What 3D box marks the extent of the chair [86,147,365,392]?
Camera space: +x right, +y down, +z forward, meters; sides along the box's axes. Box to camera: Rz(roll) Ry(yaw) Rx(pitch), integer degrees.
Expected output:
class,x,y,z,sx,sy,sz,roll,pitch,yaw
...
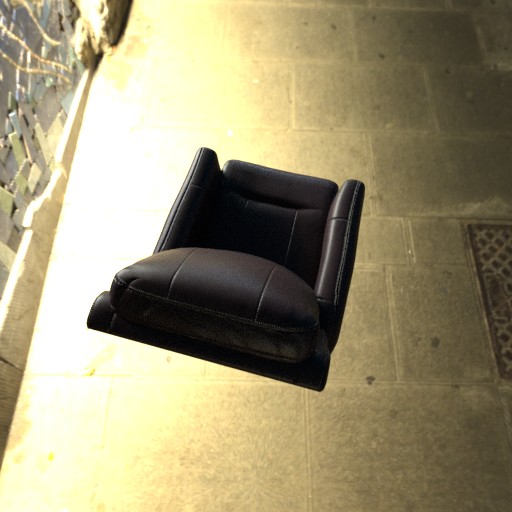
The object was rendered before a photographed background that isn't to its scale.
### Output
class,x,y,z,sx,sy,sz,roll,pitch,yaw
chair,0.000,0.000,1.791,0.829,1.030,1.080,14,64,7
